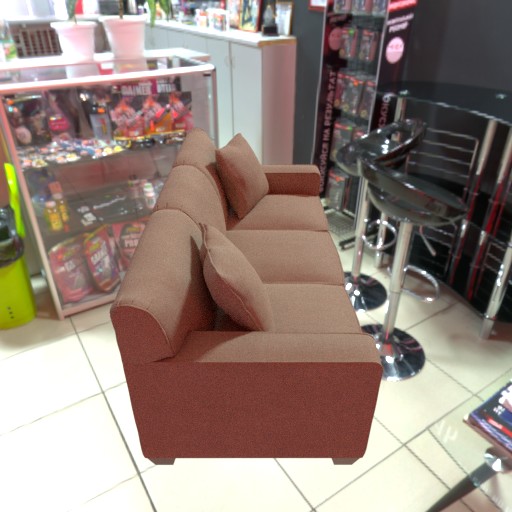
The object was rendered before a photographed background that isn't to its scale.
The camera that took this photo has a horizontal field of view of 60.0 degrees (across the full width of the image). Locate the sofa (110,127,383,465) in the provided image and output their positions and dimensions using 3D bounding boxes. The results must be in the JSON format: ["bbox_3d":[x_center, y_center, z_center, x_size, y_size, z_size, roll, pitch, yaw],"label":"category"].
[{"bbox_3d":[0.000,0.000,2.527,0.997,0.958,2.024,0,32,0],"label":"sofa"}]
